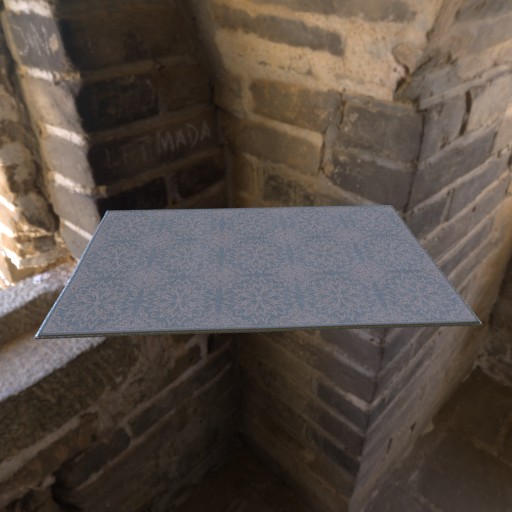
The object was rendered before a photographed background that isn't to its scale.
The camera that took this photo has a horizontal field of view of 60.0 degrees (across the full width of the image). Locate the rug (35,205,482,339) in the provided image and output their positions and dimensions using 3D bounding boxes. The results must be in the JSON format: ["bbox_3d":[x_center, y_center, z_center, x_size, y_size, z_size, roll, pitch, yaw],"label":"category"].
[{"bbox_3d":[0.000,0.000,3.493,2.746,0.018,1.819,-1,31,-2],"label":"rug"}]
